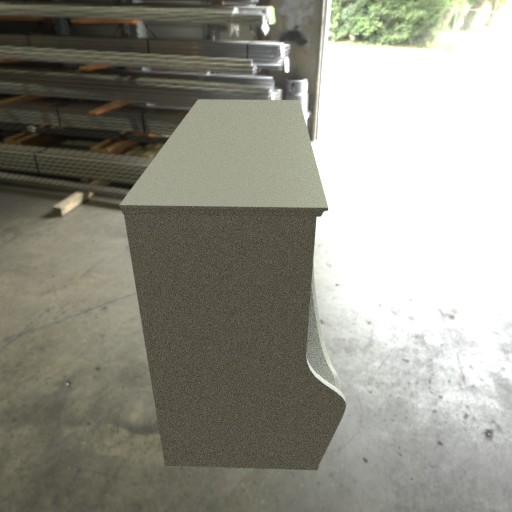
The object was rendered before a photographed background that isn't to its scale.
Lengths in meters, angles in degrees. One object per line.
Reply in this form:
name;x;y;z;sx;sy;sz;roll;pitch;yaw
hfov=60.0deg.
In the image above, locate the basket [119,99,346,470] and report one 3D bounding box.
basket;0.000;0.000;1.145;0.376;0.625;0.792;1;30;2
